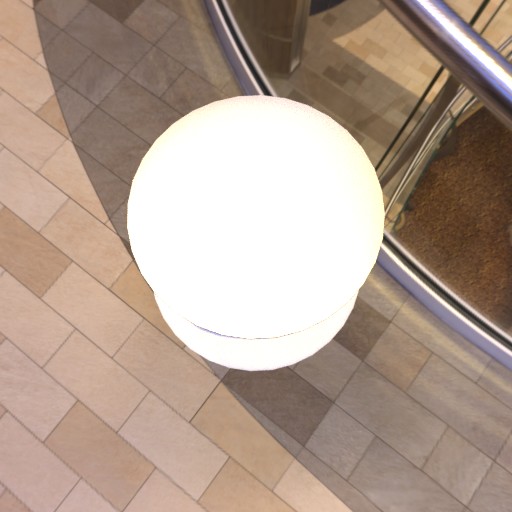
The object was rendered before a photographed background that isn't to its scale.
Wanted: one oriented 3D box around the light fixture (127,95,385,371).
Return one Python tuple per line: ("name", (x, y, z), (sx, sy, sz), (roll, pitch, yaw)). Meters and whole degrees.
("light fixture", (0.000, 0.000, 0.387), (0.199, 0.254, 0.199), (0, 77, 0))
